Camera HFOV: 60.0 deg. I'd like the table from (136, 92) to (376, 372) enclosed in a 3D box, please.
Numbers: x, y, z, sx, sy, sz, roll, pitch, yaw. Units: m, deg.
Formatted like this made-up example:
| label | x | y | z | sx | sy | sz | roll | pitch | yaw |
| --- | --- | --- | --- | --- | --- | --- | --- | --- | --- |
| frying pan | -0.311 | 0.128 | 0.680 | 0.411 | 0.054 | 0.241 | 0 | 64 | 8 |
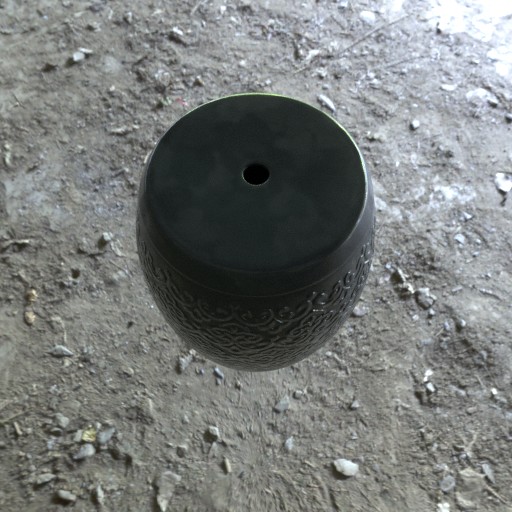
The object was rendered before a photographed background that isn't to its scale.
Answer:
| label | x | y | z | sx | sy | sz | roll | pitch | yaw |
| --- | --- | --- | --- | --- | --- | --- | --- | --- | --- |
| table | 0.000 | 0.000 | 0.636 | 0.309 | 0.397 | 0.309 | 0 | 64 | 0 |
